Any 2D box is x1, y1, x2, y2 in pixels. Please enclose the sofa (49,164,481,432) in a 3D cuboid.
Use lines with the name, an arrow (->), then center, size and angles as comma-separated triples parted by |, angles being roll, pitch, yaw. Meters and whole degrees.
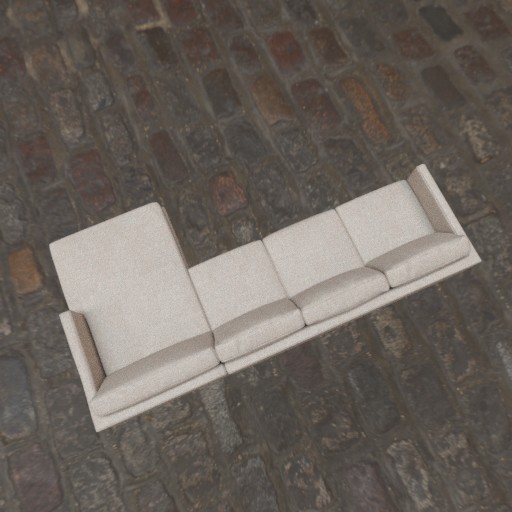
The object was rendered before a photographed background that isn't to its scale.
sofa -> 0.000, 0.000, 3.740 | 3.186, 0.846, 1.625 | -23, 76, -6
